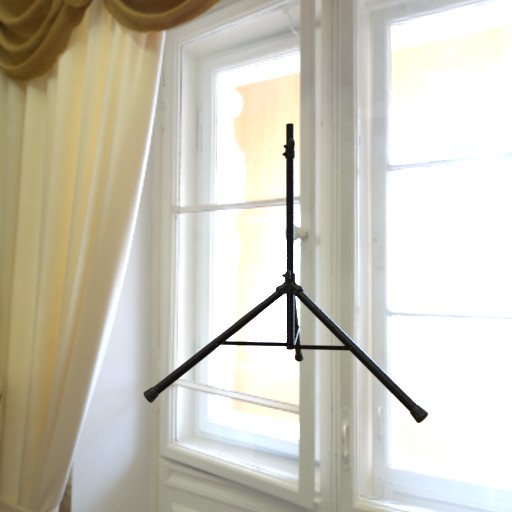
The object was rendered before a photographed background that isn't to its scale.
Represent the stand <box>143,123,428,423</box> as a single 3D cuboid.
[{"bbox_3d":[0.000,0.000,1.850,0.907,1.136,1.045,0,-1,-17],"label":"stand"}]
